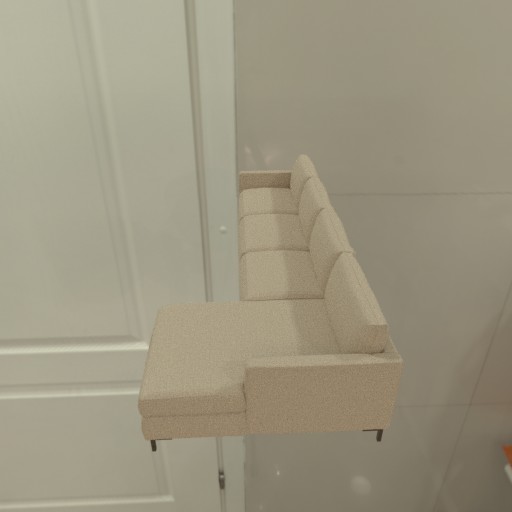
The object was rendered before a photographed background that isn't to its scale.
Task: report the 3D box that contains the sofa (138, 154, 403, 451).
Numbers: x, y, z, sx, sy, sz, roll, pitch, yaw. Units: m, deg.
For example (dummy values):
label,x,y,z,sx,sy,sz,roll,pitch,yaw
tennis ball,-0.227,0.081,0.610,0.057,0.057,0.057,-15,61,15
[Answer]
label,x,y,z,sx,sy,sz,roll,pitch,yaw
sofa,0.000,0.000,3.256,1.258,0.755,2.731,-1,30,-2
